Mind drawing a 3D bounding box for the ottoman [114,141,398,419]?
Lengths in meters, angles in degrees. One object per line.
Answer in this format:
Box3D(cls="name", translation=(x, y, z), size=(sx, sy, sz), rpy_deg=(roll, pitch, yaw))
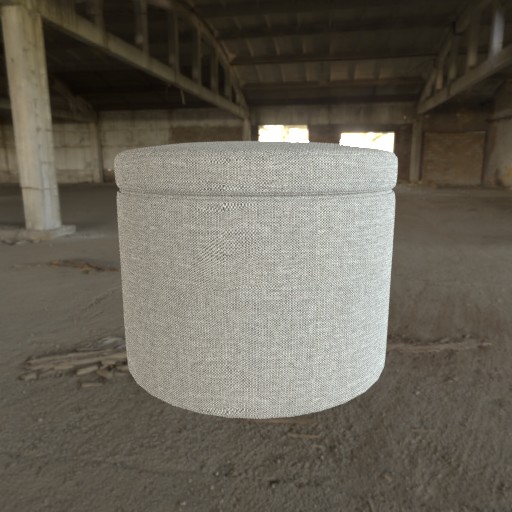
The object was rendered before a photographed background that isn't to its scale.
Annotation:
Box3D(cls="ottoman", translation=(0.000, 0.000, 0.853), size=(0.500, 0.419, 0.500), rpy_deg=(0, 12, 0))
